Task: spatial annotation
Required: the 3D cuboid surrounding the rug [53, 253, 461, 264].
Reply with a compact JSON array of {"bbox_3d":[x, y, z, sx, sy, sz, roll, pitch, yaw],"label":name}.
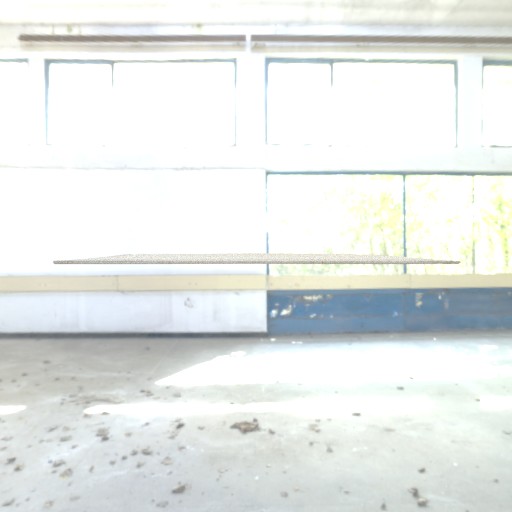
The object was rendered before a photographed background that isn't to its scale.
[{"bbox_3d":[0.000,0.000,2.858,1.596,0.030,2.283,0,1,0],"label":"rug"}]
